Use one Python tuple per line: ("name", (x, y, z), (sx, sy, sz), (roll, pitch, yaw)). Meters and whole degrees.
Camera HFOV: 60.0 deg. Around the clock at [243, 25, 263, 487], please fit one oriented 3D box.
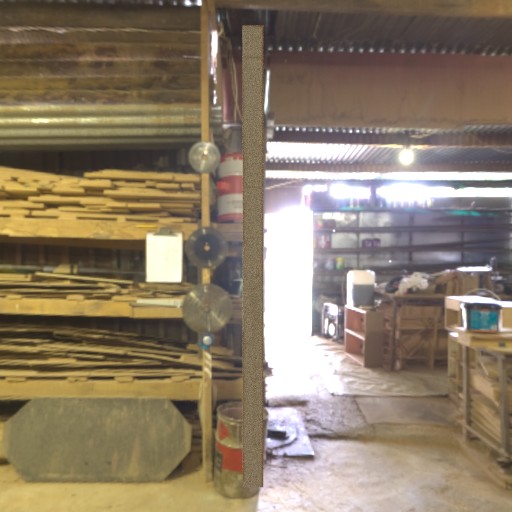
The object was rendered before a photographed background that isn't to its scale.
("clock", (0.000, 0.000, 1.029), (0.032, 0.705, 0.705), (0, 0, 1))
